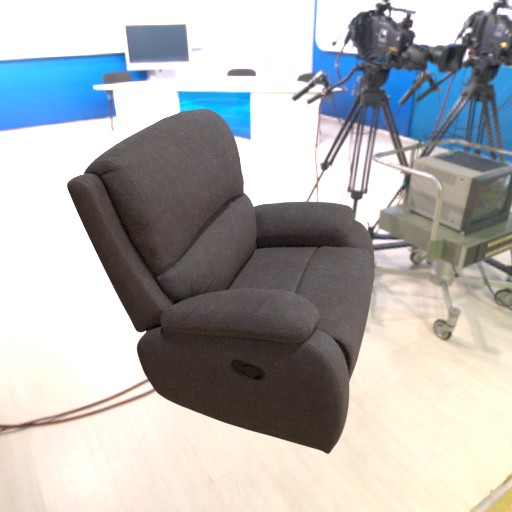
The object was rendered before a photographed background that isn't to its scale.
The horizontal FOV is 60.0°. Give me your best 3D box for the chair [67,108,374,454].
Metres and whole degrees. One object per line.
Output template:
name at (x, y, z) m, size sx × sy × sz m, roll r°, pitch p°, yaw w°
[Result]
chair at (0.000, 0.000, 1.722) m, size 0.899 × 1.011 × 0.930 m, roll 10°, pitch 31°, yaw 16°
